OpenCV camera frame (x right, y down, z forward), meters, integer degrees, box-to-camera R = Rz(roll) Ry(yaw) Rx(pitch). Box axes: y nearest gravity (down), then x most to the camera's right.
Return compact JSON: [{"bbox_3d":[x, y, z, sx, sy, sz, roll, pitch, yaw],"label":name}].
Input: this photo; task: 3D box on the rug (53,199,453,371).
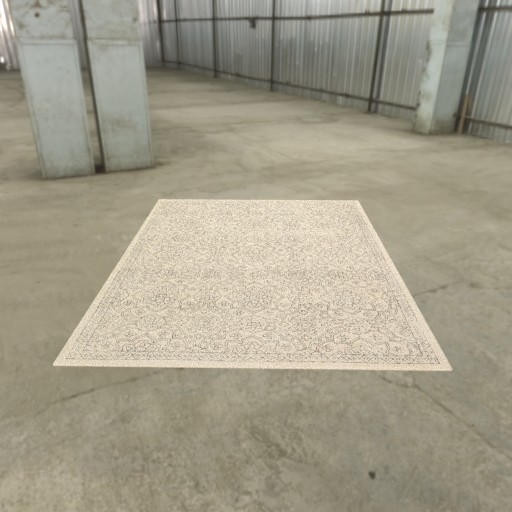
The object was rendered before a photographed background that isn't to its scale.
[{"bbox_3d":[0.000,0.000,4.062,2.441,0.015,3.050,0,27,1],"label":"rug"}]
